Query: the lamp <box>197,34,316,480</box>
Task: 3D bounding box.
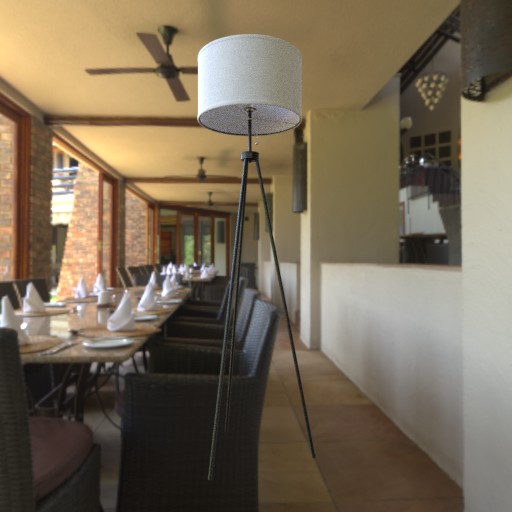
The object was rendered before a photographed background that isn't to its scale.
[{"bbox_3d":[0.000,0.000,1.750,0.458,1.545,0.448,0,-1,0],"label":"lamp"}]
